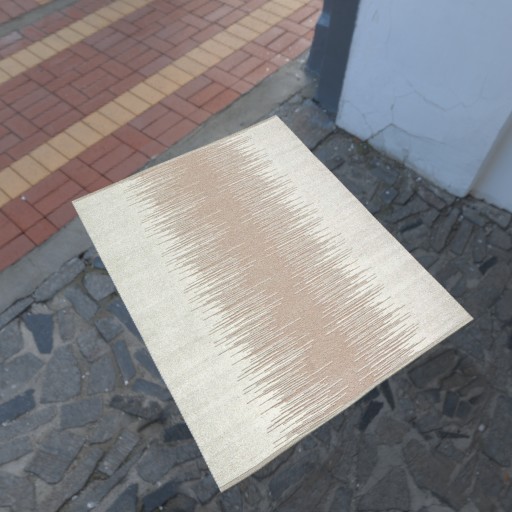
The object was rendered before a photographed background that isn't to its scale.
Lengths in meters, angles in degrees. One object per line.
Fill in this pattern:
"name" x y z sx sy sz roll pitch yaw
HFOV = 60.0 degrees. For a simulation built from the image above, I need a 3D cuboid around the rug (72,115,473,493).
"rug" 0.000 0.000 4.070 2.438 0.013 3.048 -28 61 -17
